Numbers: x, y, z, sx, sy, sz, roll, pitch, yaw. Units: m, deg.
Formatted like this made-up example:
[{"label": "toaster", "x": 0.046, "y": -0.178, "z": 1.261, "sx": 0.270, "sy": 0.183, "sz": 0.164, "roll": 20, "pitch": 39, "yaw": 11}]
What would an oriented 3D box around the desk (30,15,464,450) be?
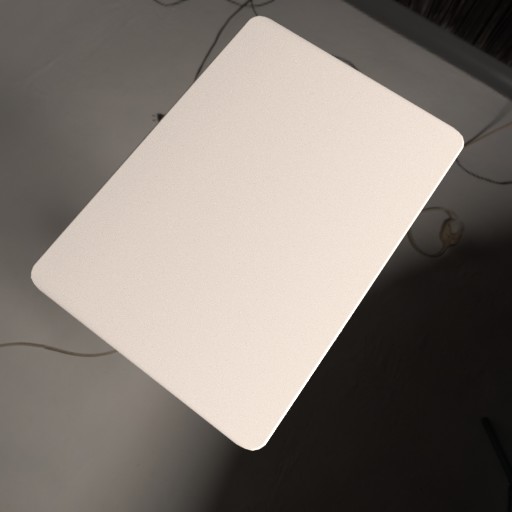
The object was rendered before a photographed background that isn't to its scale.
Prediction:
[{"label": "desk", "x": 0.000, "y": 0.000, "z": 1.269, "sx": 0.549, "sy": 0.800, "sz": 0.762, "roll": 35, "pitch": 78, "yaw": 9}]
